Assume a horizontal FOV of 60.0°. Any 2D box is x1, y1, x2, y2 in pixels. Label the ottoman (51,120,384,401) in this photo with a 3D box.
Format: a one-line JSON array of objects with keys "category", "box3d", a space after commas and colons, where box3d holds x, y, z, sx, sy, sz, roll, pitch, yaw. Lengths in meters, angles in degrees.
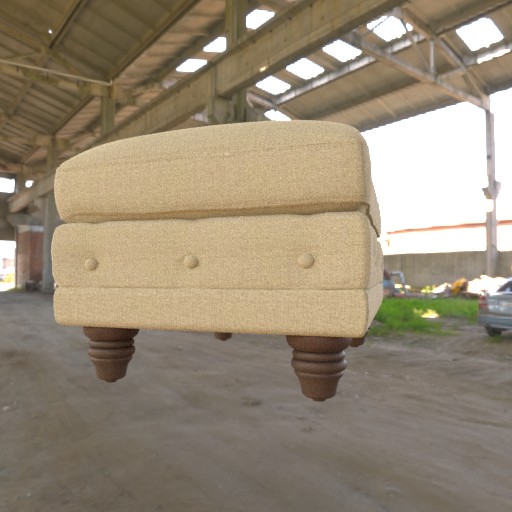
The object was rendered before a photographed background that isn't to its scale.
[{"category": "ottoman", "box3d": [0.000, 0.000, 0.990, 0.541, 0.463, 0.684, -1, -3, 18]}]
